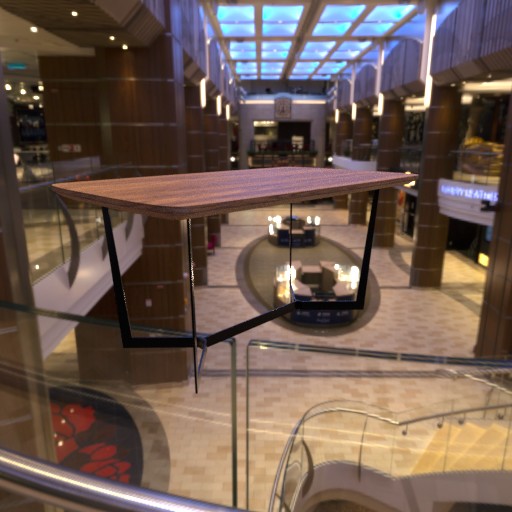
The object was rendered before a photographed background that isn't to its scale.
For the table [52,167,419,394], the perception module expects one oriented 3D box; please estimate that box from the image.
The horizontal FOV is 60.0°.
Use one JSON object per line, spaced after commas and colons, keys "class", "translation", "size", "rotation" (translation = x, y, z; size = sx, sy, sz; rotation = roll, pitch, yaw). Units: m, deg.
{"class": "table", "translation": [0.000, 0.000, 2.221], "size": [0.949, 0.765, 1.643], "rotation": [14, 21, 43]}
